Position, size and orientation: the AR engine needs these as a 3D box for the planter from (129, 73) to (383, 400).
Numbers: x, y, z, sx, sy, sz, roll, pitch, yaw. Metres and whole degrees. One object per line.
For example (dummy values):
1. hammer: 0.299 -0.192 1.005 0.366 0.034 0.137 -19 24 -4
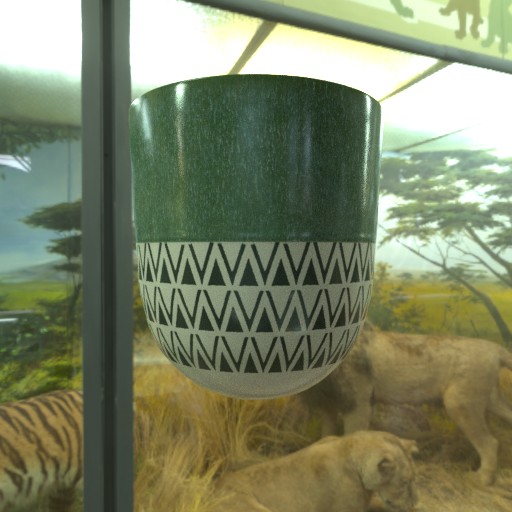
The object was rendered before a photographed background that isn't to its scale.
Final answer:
1. planter: 0.000 0.000 0.354 0.195 0.214 0.195 0 1 0
